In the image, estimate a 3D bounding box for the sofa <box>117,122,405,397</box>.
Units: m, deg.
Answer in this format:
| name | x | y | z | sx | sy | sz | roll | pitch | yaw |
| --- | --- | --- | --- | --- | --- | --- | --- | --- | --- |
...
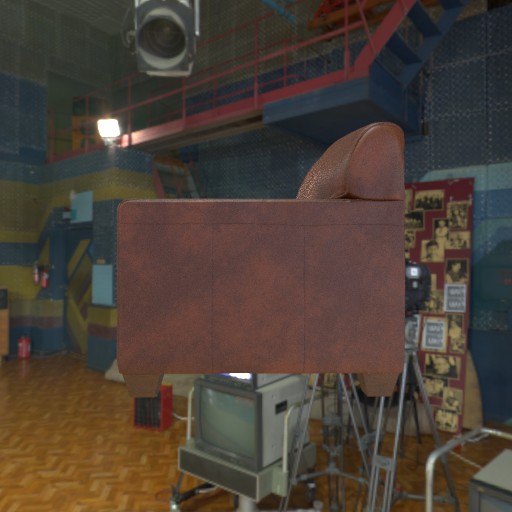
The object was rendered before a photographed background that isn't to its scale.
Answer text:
| name | x | y | z | sx | sy | sz | roll | pitch | yaw |
| --- | --- | --- | --- | --- | --- | --- | --- | --- | --- |
| sofa | 0.000 | 0.000 | 2.127 | 1.000 | 0.956 | 1.413 | 0 | -1 | -1 |
